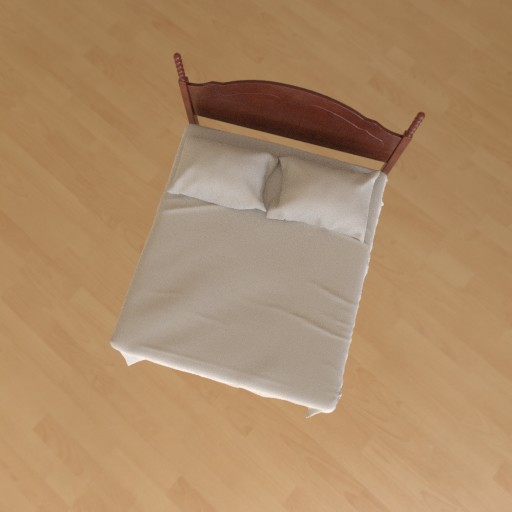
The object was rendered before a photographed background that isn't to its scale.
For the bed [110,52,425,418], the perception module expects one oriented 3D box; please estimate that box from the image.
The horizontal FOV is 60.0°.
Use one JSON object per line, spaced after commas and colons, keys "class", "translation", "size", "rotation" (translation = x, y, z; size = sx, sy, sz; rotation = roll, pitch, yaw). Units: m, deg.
{"class": "bed", "translation": [0.000, 0.000, 3.213], "size": [1.873, 1.356, 2.040], "rotation": [15, 76, 4]}
